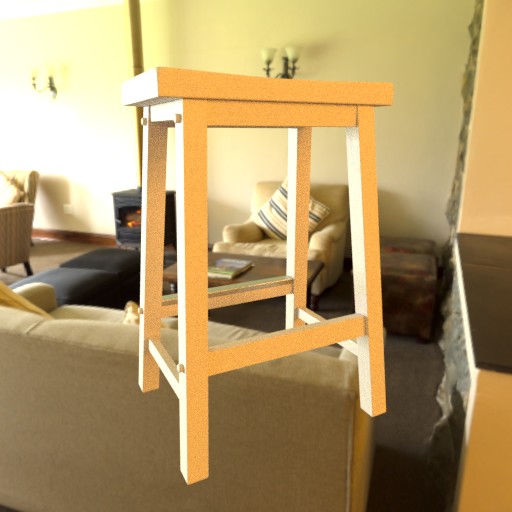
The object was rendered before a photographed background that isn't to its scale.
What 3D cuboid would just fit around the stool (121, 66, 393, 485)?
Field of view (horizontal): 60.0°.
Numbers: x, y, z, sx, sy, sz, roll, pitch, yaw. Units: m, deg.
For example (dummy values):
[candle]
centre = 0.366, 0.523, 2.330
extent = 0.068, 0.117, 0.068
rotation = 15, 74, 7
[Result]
[stool]
centre = 0.000, 0.000, 0.833
extent = 0.406, 0.610, 0.322
rotation = -8, 17, -26
